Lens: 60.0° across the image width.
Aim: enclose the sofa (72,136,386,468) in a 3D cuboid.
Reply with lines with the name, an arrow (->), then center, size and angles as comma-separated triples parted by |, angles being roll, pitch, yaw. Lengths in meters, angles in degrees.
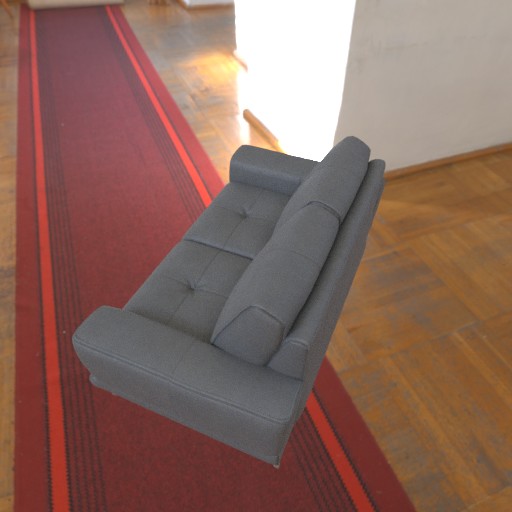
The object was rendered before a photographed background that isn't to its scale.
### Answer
sofa -> 0.000, 0.000, 2.392 | 1.018, 0.907, 1.806 | 17, 47, 17
